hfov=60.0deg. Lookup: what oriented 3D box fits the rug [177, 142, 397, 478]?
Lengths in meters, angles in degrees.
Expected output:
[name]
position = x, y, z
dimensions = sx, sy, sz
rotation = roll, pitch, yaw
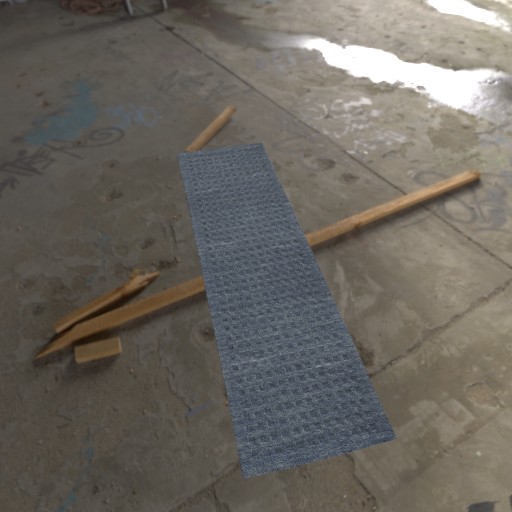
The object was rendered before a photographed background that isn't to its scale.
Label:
[rug]
position = 0.000, 0.000, 2.689
dimensions = 0.688, 0.008, 2.443
rotation = -10, 47, -9
